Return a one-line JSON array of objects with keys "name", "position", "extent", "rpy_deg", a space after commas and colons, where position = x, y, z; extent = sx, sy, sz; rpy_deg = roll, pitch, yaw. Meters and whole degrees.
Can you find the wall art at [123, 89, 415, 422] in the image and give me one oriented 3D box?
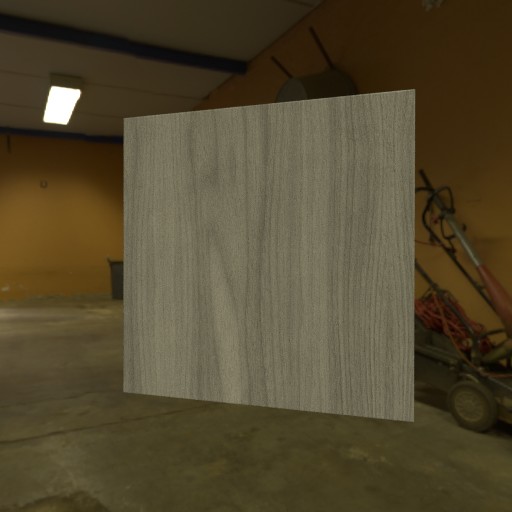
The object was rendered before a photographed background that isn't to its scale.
[{"name": "wall art", "position": [0.000, 0.000, 0.755], "extent": [0.508, 0.507, 0.016], "rpy_deg": [0, 0, 16]}]
